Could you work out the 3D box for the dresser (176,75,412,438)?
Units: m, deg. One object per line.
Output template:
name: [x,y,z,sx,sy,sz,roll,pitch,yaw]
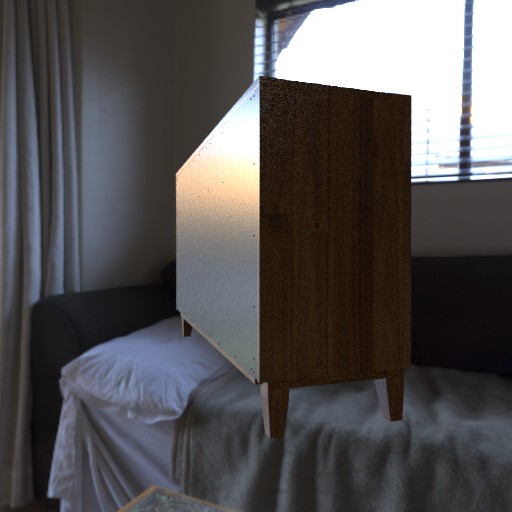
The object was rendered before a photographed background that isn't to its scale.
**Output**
dresser: [0.000,0.000,1.787,0.446,0.873,1.400,0,1,-18]
